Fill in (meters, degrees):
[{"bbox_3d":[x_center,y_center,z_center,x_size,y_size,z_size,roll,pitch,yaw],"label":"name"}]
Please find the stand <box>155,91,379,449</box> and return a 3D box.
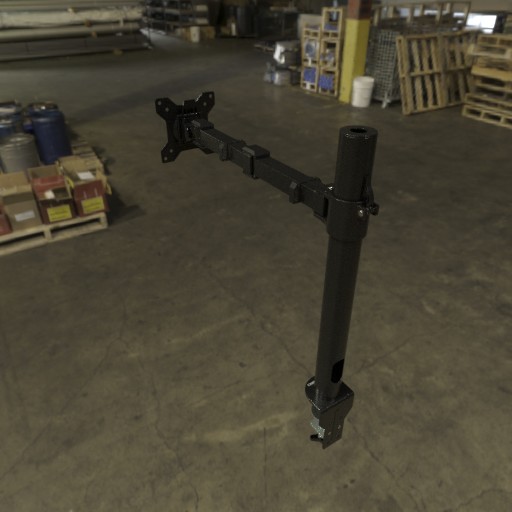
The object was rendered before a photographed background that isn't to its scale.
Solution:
[{"bbox_3d":[0.000,0.000,0.730,0.115,0.510,0.456,-19,37,-27],"label":"stand"}]
